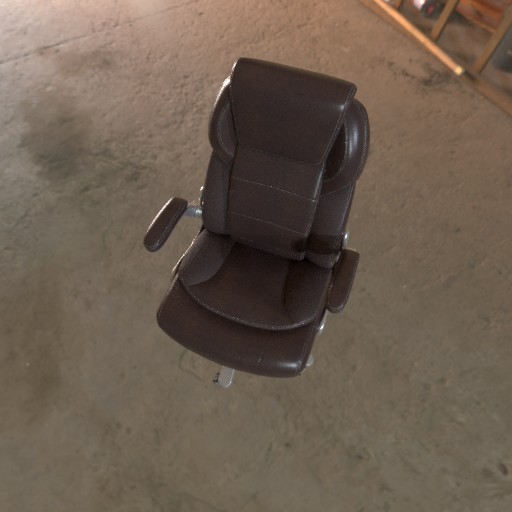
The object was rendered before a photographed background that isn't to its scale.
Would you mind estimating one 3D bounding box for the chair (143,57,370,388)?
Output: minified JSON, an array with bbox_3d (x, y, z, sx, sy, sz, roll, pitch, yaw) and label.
[{"bbox_3d":[0.000,0.000,1.674,0.733,1.160,0.774,18,60,11],"label":"chair"}]
